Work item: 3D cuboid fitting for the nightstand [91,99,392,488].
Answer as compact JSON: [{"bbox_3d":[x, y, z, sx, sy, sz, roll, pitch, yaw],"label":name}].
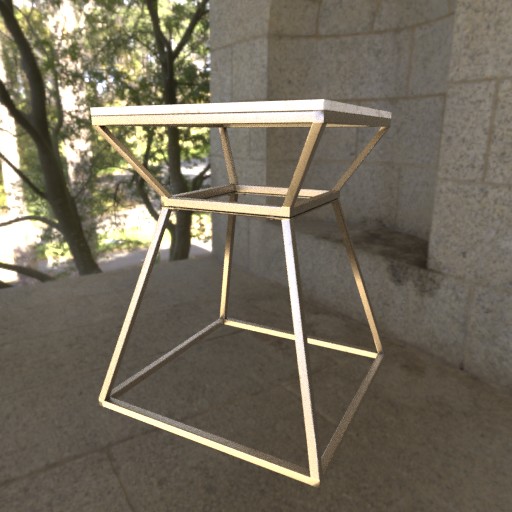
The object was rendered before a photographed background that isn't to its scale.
[{"bbox_3d":[0.000,0.000,0.885,0.455,0.554,0.455,8,17,27],"label":"nightstand"}]
